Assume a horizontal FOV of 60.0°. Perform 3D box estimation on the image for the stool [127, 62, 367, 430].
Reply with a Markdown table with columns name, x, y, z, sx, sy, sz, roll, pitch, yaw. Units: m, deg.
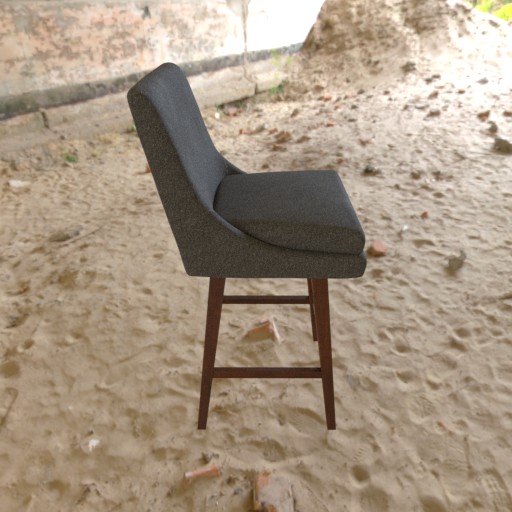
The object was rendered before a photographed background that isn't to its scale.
| name | x | y | z | sx | sy | sz | roll | pitch | yaw |
| --- | --- | --- | --- | --- | --- | --- | --- | --- | --- |
| stool | 0.000 | 0.000 | 1.378 | 0.572 | 1.068 | 0.489 | 0 | 31 | 0 |
